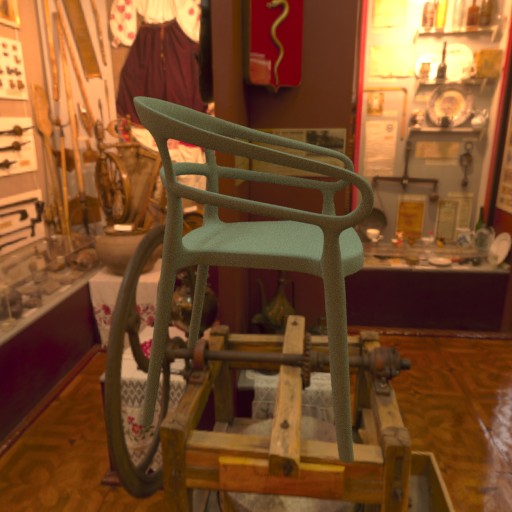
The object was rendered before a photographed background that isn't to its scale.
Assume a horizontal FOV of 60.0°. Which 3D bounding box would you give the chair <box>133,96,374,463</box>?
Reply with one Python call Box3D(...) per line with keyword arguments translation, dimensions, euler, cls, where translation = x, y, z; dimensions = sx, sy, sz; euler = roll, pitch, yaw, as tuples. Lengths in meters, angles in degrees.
Box3D(translation=(0.000, 0.000, 1.122), dimensions=(0.527, 0.761, 0.559), euler=(2, 17, 8), cls="chair")
